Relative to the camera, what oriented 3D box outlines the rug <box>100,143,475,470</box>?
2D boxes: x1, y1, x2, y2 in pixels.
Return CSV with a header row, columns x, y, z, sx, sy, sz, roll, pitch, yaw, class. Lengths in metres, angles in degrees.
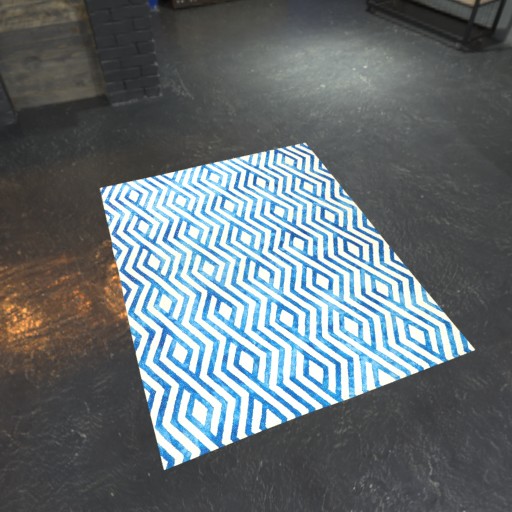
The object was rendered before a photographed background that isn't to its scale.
x,y,z,sx,sy,sz,roll,pitch,yaw,class
0.000,0.000,4.098,2.453,0.008,3.059,-16,49,-14,rug
